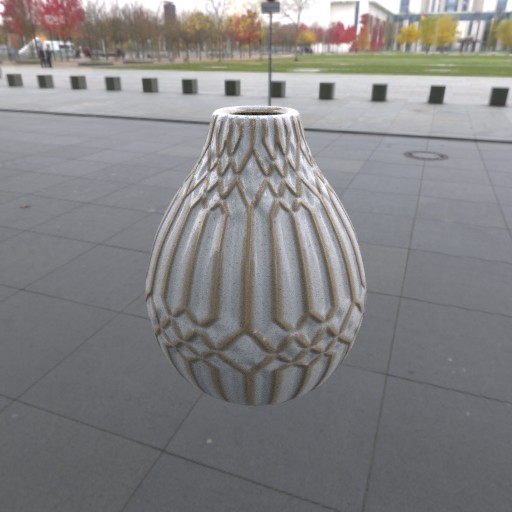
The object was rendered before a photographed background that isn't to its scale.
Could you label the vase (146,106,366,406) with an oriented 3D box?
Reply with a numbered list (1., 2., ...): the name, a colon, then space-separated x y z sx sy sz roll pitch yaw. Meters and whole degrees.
1. vase: 0.000 0.000 0.318 0.159 0.200 0.159 0 25 0
